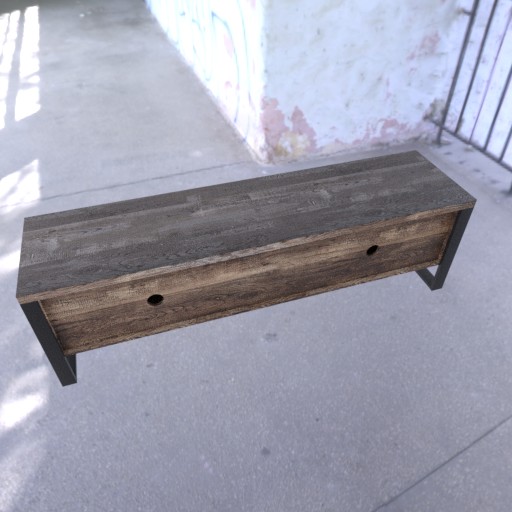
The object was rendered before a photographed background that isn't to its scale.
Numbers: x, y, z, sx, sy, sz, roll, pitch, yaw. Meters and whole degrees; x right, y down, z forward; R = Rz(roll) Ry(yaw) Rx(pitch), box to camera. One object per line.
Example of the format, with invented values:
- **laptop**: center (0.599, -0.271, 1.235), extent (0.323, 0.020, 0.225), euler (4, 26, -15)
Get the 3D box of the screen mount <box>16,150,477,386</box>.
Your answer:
- **screen mount**: center (0.000, 0.000, 1.689), extent (1.524, 0.450, 0.395), euler (-12, 43, -13)
